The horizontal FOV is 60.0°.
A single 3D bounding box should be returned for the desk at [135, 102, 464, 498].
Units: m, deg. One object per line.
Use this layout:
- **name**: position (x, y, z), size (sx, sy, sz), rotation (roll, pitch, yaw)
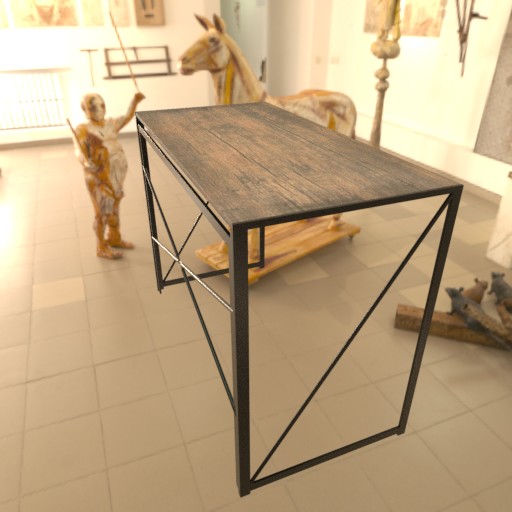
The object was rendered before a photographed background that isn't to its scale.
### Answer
- **desk**: position (0.000, 0.000, 1.415), size (0.505, 0.747, 1.015), rotation (-11, 31, -20)
